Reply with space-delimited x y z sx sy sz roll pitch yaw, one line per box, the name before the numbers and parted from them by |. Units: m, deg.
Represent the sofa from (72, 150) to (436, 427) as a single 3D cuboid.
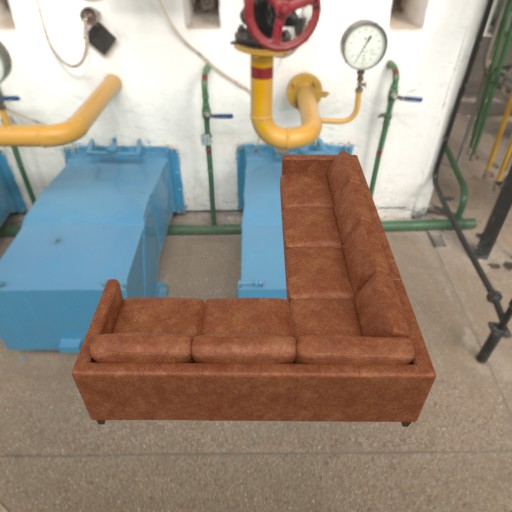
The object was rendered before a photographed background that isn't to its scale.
sofa | 0.000 0.000 4.300 2.438 0.838 3.167 0 40 0
